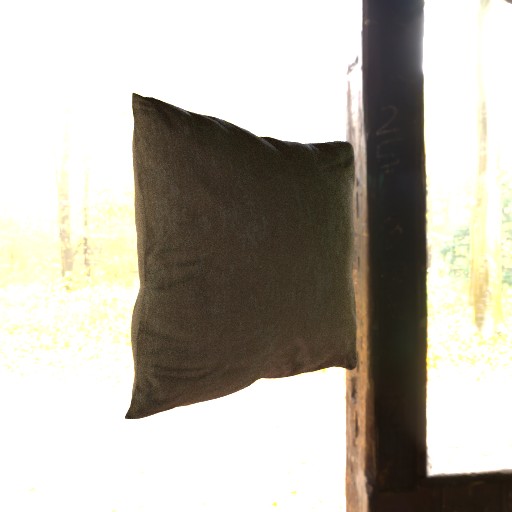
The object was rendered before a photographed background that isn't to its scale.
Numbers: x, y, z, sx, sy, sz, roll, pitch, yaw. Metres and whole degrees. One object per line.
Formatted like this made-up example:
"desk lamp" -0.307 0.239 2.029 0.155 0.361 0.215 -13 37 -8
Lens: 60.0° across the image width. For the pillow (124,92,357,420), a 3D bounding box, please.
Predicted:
"pillow" 0.000 0.000 0.741 0.450 0.448 0.245 0 0 -36
